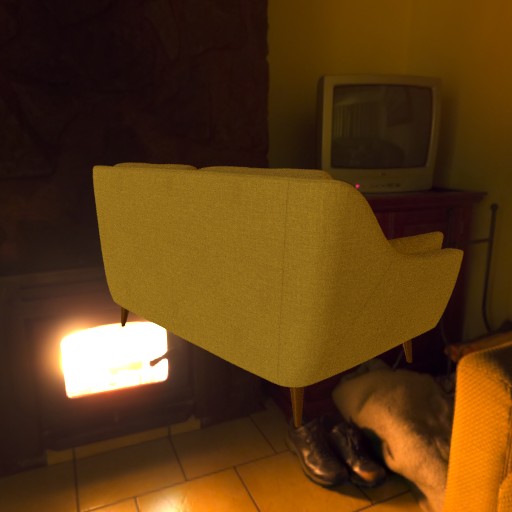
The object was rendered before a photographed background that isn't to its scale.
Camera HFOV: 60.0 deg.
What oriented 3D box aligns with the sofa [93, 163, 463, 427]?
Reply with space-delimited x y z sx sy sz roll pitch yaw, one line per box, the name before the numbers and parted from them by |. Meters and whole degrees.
sofa | 0.000 0.000 2.179 0.965 0.888 1.652 -13 18 -43
